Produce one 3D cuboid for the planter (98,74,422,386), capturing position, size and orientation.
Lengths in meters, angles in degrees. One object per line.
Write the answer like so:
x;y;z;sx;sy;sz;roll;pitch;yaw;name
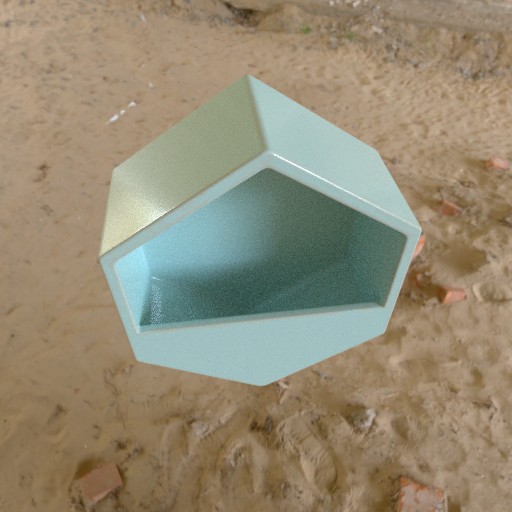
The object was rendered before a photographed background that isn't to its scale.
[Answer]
0.000;0.000;0.289;0.169;0.207;0.078;-5;46;-5;planter
